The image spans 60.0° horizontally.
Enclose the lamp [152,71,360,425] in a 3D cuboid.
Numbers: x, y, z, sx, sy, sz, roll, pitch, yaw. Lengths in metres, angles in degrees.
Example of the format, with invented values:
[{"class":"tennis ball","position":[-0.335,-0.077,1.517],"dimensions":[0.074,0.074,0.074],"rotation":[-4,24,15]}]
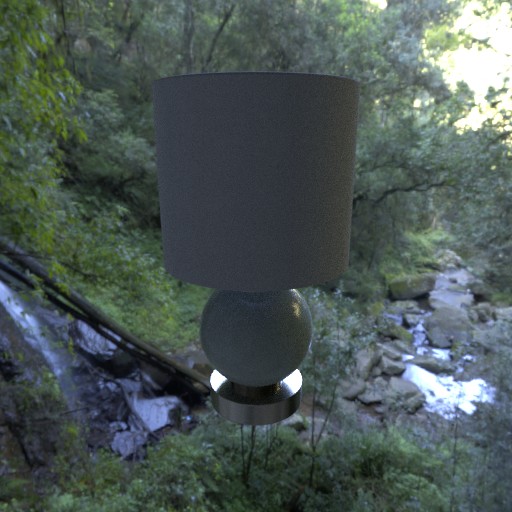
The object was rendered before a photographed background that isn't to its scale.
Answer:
[{"class":"lamp","position":[0.000,0.000,0.485],"dimensions":[0.201,0.353,0.201],"rotation":[-15,22,-43]}]
